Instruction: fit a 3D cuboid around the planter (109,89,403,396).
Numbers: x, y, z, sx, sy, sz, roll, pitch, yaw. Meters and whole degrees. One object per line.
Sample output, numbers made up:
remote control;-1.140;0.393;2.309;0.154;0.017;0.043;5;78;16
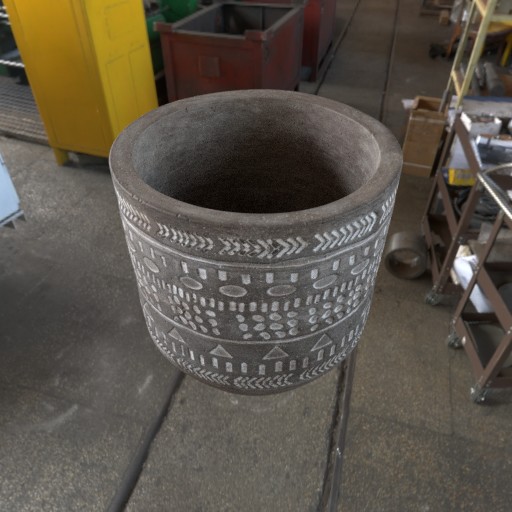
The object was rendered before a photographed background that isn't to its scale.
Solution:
planter;0.000;0.000;0.228;0.122;0.128;0.122;0;41;0
